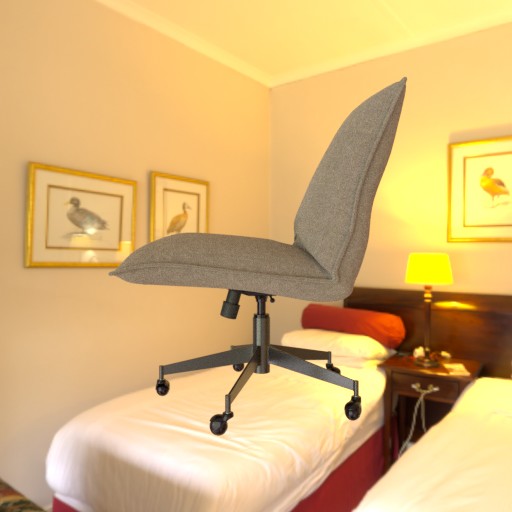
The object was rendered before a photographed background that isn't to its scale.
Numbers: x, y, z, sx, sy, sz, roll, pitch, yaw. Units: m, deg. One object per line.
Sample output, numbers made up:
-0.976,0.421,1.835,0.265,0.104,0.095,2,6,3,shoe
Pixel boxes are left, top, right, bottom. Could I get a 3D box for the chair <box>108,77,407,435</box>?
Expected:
0.000,0.000,1.279,0.696,0.811,0.597,0,0,-1,chair
